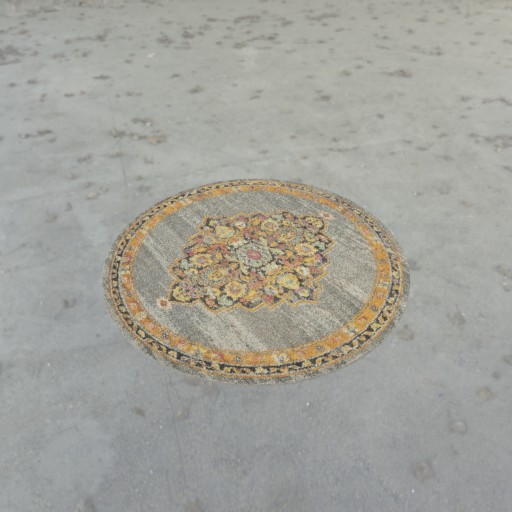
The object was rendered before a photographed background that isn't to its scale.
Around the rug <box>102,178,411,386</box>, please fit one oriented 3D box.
[{"bbox_3d":[0.000,0.000,3.533,2.382,0.014,2.382,0,40,0],"label":"rug"}]
